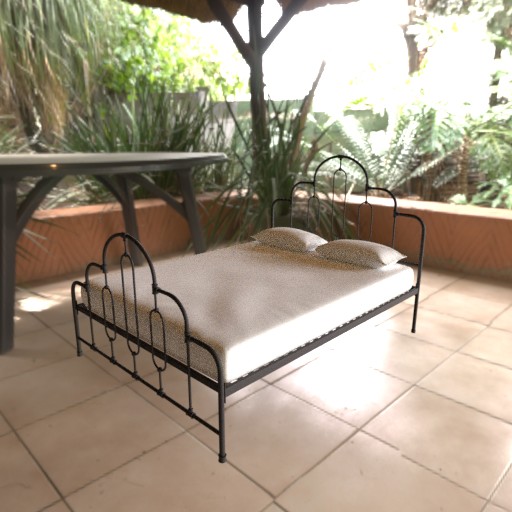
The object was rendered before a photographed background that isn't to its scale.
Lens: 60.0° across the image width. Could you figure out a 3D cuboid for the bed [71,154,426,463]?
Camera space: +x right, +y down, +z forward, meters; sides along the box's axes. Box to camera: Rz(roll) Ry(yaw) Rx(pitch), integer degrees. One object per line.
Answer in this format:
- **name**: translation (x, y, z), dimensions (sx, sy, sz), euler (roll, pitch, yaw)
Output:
- **bed**: translation (0.000, 0.000, 3.318), dimensions (1.640, 1.429, 2.163), euler (14, 20, 42)
